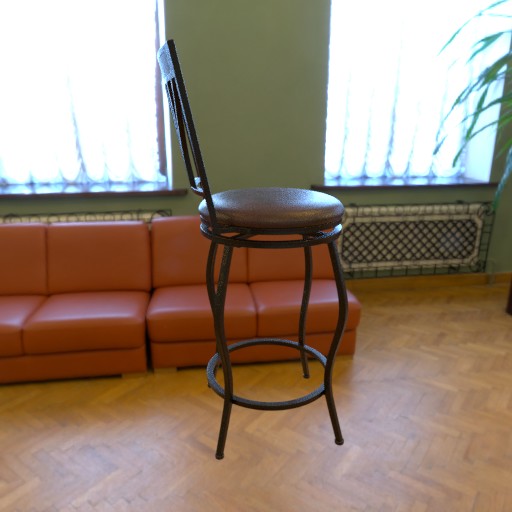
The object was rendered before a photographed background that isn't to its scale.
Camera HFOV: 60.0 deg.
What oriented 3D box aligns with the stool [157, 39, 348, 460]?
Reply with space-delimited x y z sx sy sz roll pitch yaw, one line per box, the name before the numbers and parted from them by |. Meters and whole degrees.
stool | 0.000 0.000 1.343 0.514 1.117 0.433 -3 17 -9
